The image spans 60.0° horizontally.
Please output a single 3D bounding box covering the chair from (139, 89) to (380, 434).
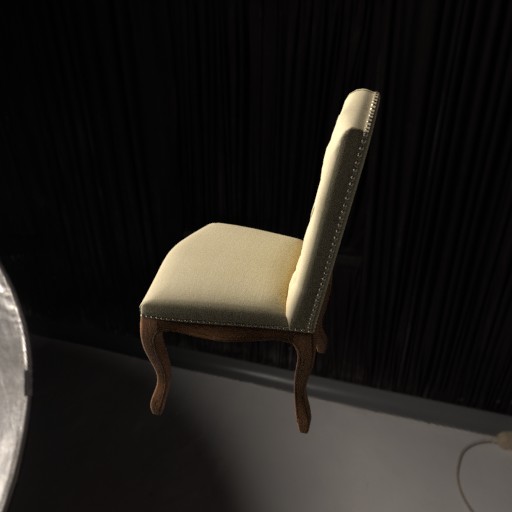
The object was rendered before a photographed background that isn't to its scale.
[{"bbox_3d":[0.000,0.000,1.596,0.715,1.165,0.623,8,31,13],"label":"chair"}]
